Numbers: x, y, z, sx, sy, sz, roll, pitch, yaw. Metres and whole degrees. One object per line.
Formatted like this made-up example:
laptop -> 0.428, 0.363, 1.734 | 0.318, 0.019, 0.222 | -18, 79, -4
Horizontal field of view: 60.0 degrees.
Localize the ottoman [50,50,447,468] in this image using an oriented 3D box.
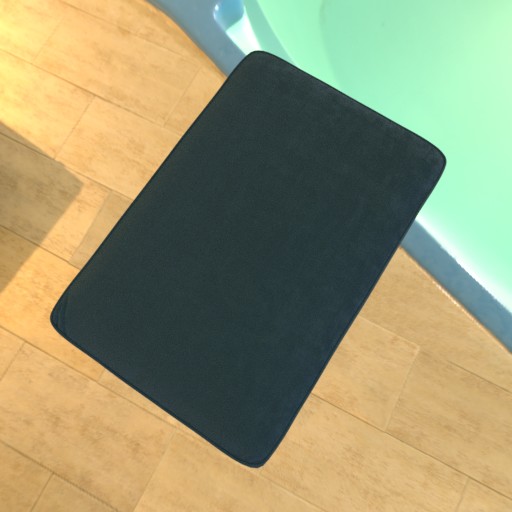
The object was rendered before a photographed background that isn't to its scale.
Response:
ottoman -> 0.000, 0.000, 1.210 | 0.583, 0.484, 0.862 | 33, 79, 7
